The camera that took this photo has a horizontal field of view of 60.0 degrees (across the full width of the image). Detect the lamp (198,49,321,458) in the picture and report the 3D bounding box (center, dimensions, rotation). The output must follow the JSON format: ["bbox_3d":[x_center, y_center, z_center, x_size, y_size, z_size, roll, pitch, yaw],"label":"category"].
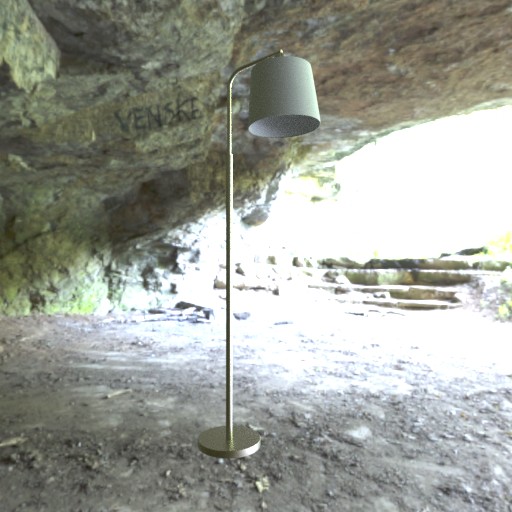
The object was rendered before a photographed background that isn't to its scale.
[{"bbox_3d":[0.000,0.000,1.657,0.508,1.478,0.254,0,0,37],"label":"lamp"}]
